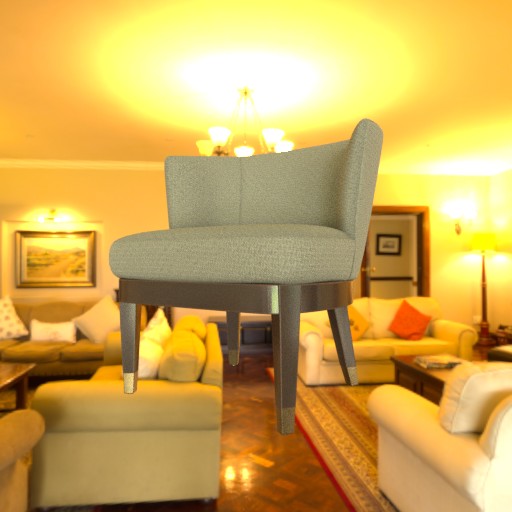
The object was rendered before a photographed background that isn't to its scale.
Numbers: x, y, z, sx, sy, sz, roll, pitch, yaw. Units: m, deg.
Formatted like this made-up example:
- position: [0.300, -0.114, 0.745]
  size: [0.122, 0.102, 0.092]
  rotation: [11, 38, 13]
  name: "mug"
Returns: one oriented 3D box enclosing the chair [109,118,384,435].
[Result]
- position: [0.000, 0.000, 1.288]
  size: [0.700, 0.760, 0.660]
  rotation: [0, -1, 35]
  name: "chair"
